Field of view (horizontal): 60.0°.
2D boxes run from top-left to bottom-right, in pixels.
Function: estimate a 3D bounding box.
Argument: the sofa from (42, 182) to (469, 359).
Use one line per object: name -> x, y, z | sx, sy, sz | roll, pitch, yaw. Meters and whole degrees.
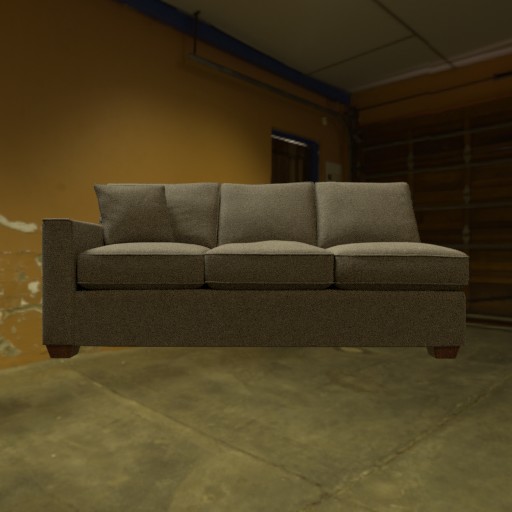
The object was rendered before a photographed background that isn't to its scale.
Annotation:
sofa -> 0.000, 0.000, 2.494 | 1.963, 0.946, 1.034 | 0, 0, 0
